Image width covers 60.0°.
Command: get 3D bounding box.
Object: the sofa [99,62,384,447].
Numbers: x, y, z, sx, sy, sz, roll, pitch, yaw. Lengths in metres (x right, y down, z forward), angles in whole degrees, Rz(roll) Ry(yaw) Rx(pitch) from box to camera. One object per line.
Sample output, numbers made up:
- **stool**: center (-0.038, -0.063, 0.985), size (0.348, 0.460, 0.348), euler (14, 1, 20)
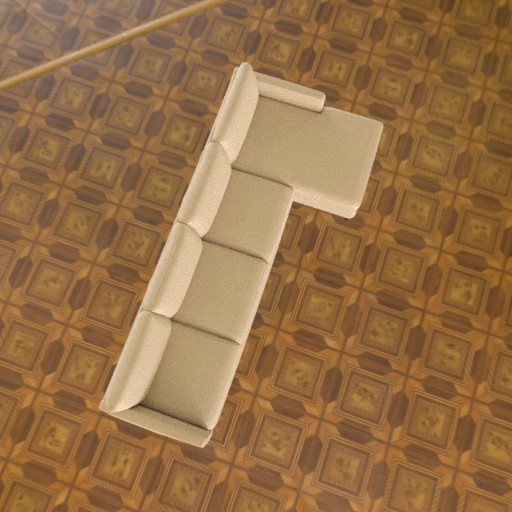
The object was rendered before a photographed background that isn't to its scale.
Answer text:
- **sofa**: center (0.000, 0.000, 3.283), size (1.258, 0.755, 2.731), euler (19, 78, 4)
